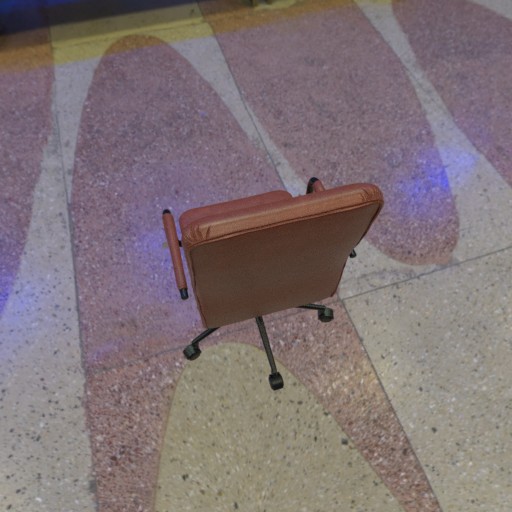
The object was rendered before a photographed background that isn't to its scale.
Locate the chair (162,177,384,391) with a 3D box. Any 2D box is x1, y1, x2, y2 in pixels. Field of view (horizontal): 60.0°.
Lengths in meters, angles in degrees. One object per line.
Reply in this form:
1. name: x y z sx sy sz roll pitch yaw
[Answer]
1. chair: 0.000 0.000 1.357 0.608 0.979 0.580 -14 59 -8
